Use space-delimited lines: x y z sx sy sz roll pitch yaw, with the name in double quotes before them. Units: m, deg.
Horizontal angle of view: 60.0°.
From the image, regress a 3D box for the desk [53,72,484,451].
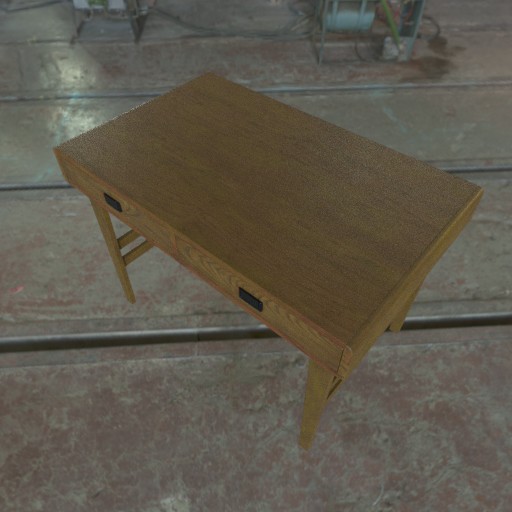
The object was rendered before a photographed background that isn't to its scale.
"desk" 0.000 0.000 1.540 1.066 0.754 0.660 33 55 26
